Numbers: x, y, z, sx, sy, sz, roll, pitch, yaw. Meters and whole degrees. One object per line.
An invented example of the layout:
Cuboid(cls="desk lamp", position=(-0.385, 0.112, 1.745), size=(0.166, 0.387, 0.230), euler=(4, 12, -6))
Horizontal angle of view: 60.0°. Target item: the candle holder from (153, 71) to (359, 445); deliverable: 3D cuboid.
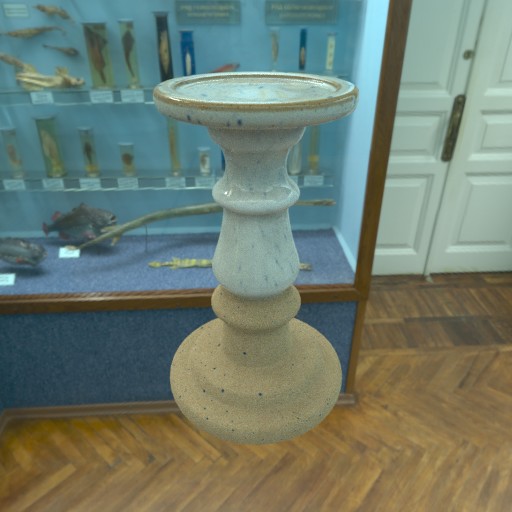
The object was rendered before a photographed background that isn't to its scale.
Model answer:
Cuboid(cls="candle holder", position=(0.000, 0.000, 0.276), size=(0.123, 0.202, 0.123), euler=(0, 30, 0))
